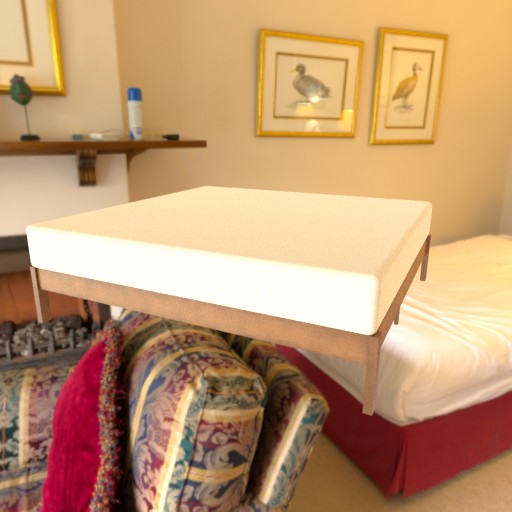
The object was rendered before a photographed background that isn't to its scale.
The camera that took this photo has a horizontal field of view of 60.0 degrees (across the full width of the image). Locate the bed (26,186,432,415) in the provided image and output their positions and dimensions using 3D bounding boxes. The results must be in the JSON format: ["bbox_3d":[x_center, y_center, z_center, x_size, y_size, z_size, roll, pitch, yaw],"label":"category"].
[{"bbox_3d":[0.000,0.000,3.037,2.049,0.616,1.930,8,18,25],"label":"bed"}]
